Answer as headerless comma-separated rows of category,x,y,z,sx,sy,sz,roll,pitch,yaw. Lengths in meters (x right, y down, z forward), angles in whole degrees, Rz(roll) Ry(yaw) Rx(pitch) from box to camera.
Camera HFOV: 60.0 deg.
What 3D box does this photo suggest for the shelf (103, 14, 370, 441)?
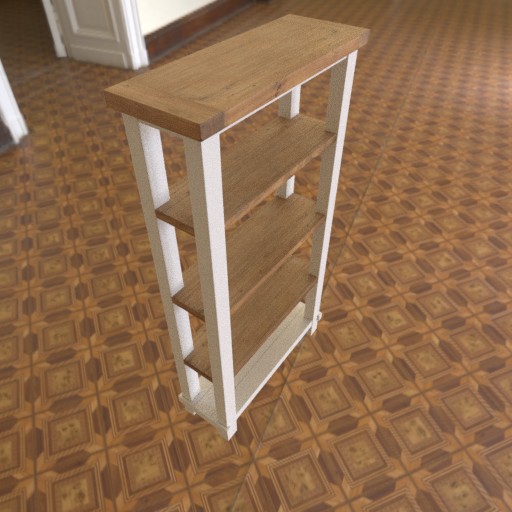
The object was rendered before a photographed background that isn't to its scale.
shelf,0.000,0.000,2.162,0.381,1.878,1.022,26,48,26
